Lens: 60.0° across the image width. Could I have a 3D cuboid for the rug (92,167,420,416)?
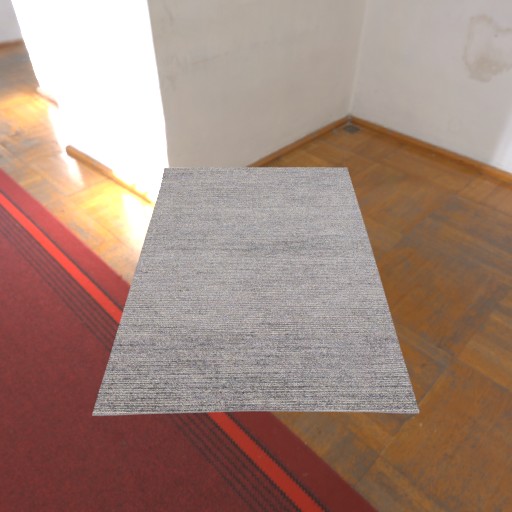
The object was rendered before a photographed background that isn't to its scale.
[{"bbox_3d":[0.000,0.000,3.012,1.604,0.030,2.307,0,42,0],"label":"rug"}]
